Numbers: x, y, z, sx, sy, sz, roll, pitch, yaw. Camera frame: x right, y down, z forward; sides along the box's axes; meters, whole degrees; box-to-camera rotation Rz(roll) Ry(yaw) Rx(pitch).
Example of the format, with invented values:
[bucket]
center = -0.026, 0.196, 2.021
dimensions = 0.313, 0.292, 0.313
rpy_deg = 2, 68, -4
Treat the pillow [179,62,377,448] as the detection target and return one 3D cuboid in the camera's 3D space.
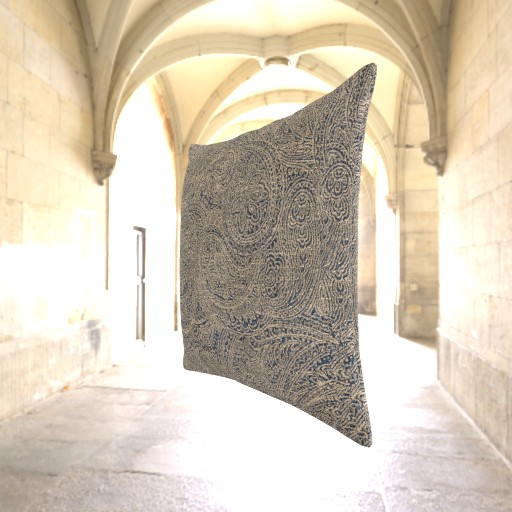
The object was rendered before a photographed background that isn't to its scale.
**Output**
[pillow]
center = 0.000, 0.000, 0.793
dimensions = 0.166, 0.510, 0.523
rpy_deg = 1, -1, -37
